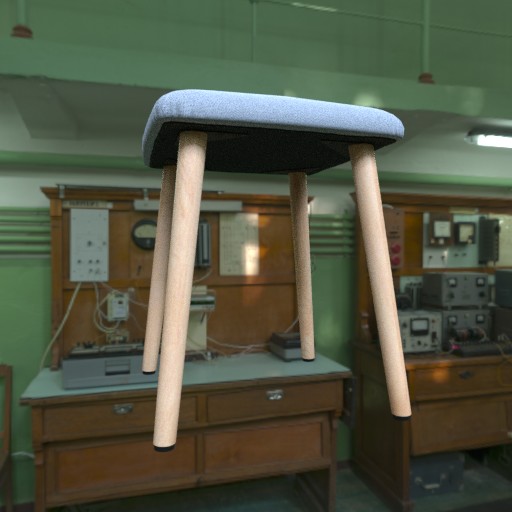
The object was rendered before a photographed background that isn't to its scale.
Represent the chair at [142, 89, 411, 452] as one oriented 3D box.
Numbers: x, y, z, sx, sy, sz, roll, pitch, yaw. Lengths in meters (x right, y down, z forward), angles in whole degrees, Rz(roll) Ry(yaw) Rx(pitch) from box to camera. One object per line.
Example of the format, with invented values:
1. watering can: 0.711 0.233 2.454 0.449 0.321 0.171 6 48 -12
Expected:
1. chair: 0.000 0.000 0.709 0.350 0.440 0.350 0 1 -17
